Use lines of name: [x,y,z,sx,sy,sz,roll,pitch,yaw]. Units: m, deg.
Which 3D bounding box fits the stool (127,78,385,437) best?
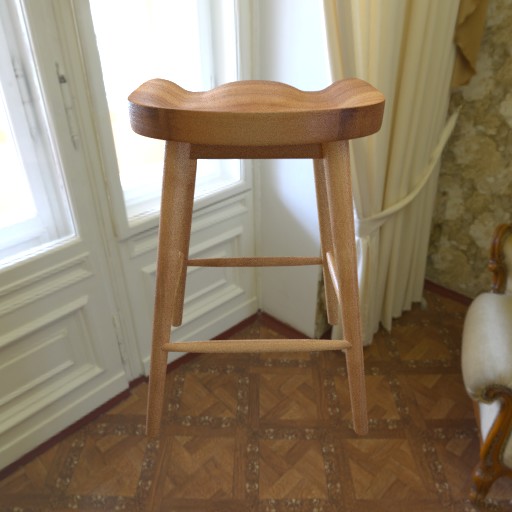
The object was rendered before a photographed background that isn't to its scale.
stool: [0.000,0.000,0.868,0.440,0.615,0.361,0,30,-1]
